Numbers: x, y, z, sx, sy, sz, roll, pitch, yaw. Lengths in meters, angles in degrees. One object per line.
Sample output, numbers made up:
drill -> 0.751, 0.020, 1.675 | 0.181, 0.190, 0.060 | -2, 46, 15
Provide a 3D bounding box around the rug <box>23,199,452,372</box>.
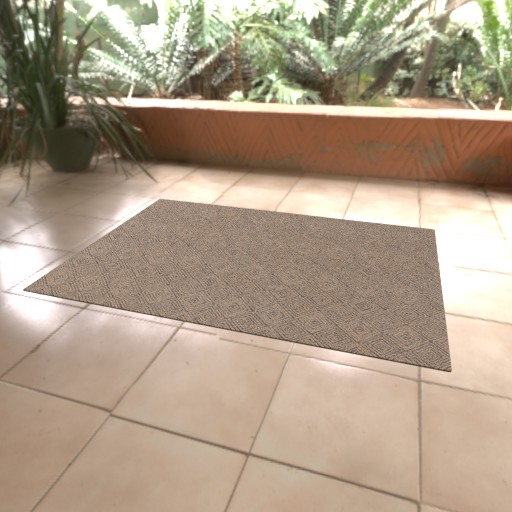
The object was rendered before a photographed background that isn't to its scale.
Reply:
rug -> 0.000, 0.000, 2.856 | 2.238, 0.008, 1.593 | 8, 28, 15
